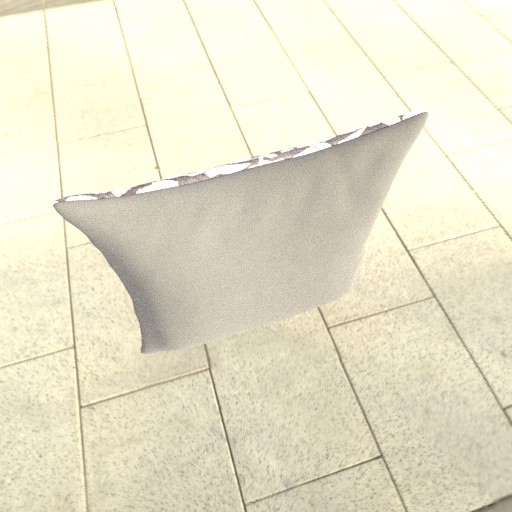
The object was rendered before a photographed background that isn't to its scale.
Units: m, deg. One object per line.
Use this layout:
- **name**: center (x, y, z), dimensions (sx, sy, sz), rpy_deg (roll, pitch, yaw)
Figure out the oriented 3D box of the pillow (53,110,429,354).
- **pillow**: center (0.000, 0.000, 0.796), dimensions (0.526, 0.507, 0.166), rpy_deg (-16, 58, -11)
